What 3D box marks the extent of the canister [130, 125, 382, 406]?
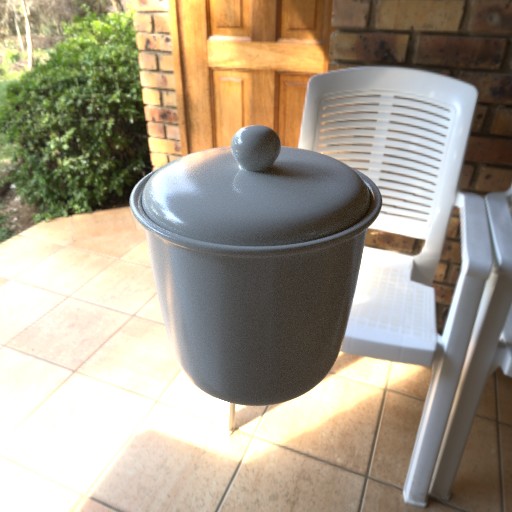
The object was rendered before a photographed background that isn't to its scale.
[{"bbox_3d":[0.000,0.000,0.358,0.182,0.208,0.182,0,31,0],"label":"canister"}]
